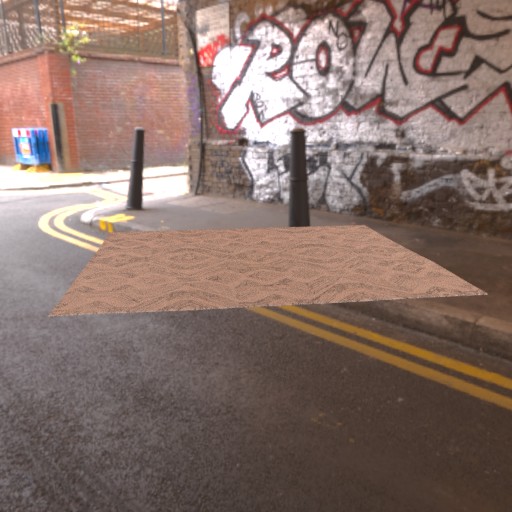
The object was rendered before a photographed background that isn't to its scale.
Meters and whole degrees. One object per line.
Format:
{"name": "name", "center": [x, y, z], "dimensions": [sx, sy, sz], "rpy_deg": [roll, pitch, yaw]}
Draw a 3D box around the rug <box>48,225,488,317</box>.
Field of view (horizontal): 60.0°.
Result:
{"name": "rug", "center": [0.000, 0.000, 4.153], "dimensions": [3.054, 0.030, 2.430], "rpy_deg": [-2, 16, -7]}
